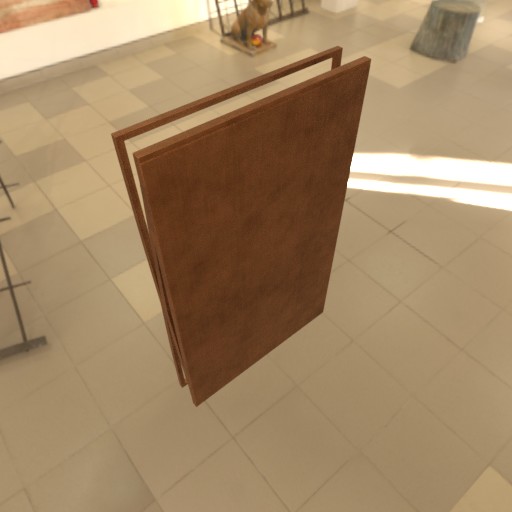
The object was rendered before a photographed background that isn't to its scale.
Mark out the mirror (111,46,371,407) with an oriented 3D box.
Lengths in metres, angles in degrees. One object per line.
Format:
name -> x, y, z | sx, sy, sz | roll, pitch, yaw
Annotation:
mirror -> 0.000, 0.000, 0.984 | 0.468, 0.768, 0.082 | -32, 55, -26
